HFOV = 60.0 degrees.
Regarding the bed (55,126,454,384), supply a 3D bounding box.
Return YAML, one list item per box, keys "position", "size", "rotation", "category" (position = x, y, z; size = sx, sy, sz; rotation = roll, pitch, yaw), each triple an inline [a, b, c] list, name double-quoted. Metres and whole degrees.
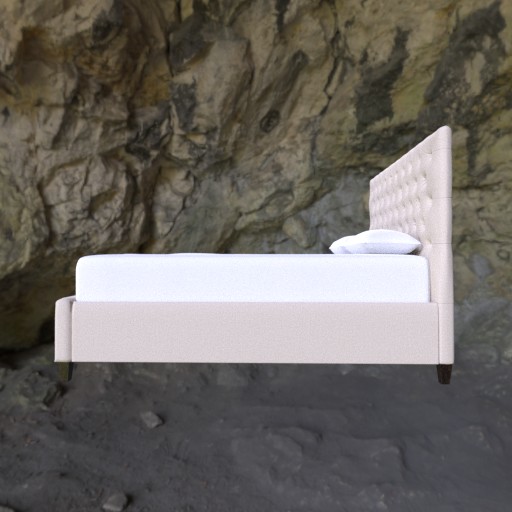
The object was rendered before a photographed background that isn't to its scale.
- position: [0.000, 0.000, 3.291]
  size: [2.233, 1.426, 1.696]
  rotation: [0, 0, 1]
  category: "bed"
